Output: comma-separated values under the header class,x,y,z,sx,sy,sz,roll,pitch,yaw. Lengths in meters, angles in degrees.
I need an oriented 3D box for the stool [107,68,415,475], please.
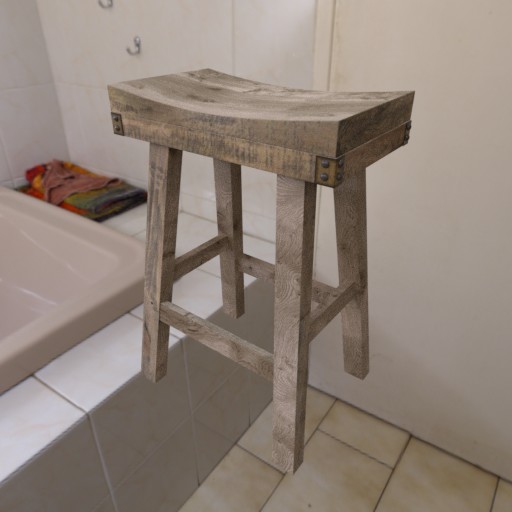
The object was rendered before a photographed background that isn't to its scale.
class,x,y,z,sx,sy,sz,roll,pitch,yaw
stool,0.000,0.000,0.881,0.450,0.635,0.330,21,36,31
